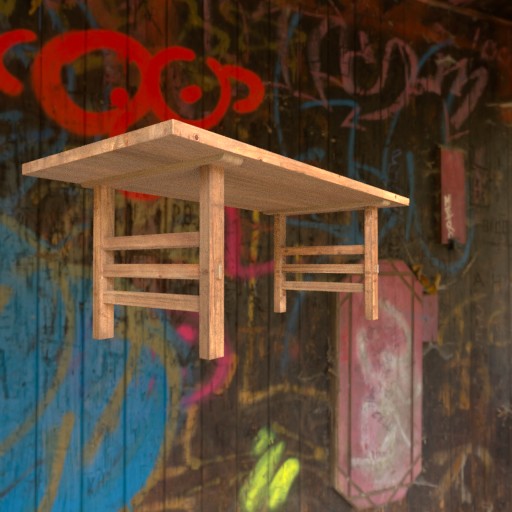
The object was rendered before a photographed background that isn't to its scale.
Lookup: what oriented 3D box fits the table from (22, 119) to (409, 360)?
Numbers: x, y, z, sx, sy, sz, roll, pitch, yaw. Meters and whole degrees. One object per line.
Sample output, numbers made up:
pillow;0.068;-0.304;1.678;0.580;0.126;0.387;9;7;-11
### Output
table;0.000;0.000;2.367;0.952;0.760;2.003;-1;-1;38
